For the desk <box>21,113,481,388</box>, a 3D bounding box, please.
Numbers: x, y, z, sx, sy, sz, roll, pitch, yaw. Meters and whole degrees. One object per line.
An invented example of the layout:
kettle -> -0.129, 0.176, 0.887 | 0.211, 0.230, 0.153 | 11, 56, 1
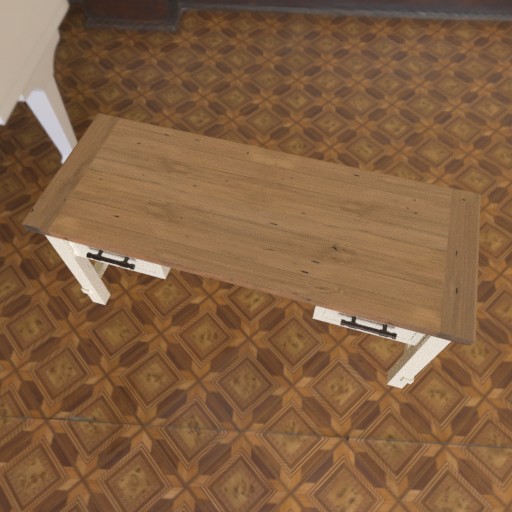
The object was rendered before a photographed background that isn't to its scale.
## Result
desk -> 0.000, 0.000, 2.182 | 1.803, 0.762, 0.688 | 14, 60, 8
